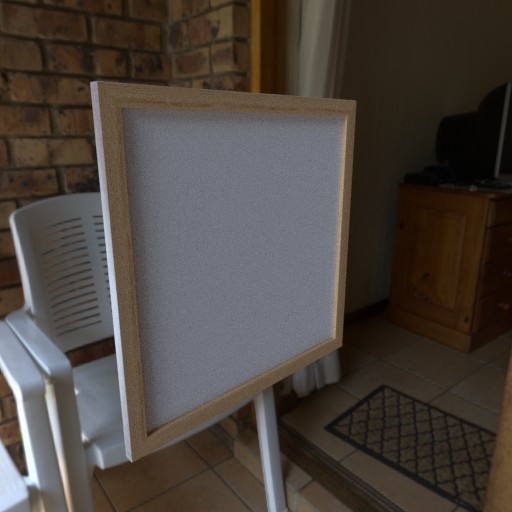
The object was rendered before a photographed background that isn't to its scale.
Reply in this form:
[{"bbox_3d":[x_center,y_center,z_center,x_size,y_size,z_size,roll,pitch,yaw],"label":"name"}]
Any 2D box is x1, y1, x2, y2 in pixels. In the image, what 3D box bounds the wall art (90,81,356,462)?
[{"bbox_3d":[0.000,0.000,1.106,0.762,0.762,0.027,-15,22,-42],"label":"wall art"}]
